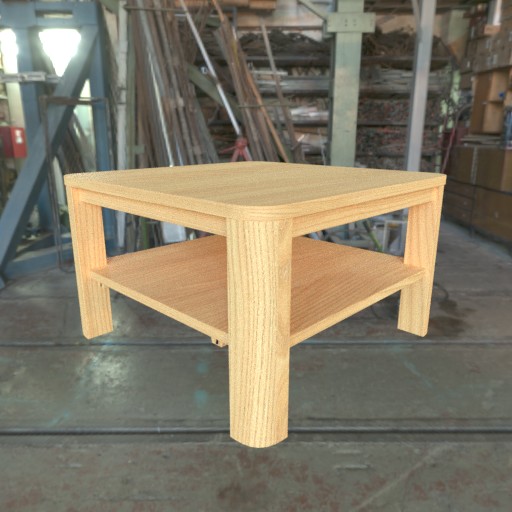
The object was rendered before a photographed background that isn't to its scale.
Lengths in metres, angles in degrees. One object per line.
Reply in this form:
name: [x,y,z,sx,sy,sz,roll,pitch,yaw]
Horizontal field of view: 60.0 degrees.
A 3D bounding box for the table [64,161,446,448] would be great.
table: [0.000,0.000,1.239,0.750,0.450,0.750,15,22,42]
